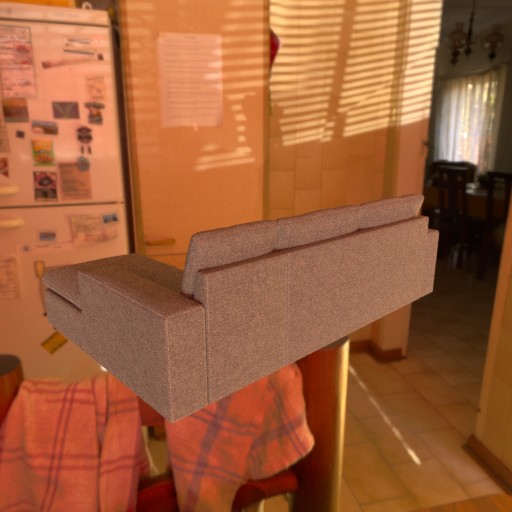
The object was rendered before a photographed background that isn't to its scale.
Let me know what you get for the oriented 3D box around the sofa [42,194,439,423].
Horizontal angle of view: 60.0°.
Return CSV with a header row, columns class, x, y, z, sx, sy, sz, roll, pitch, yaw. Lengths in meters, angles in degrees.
class,x,y,z,sx,sy,sz,roll,pitch,yaw
sofa,0.000,0.000,3.505,2.718,0.940,1.689,-14,21,-42
